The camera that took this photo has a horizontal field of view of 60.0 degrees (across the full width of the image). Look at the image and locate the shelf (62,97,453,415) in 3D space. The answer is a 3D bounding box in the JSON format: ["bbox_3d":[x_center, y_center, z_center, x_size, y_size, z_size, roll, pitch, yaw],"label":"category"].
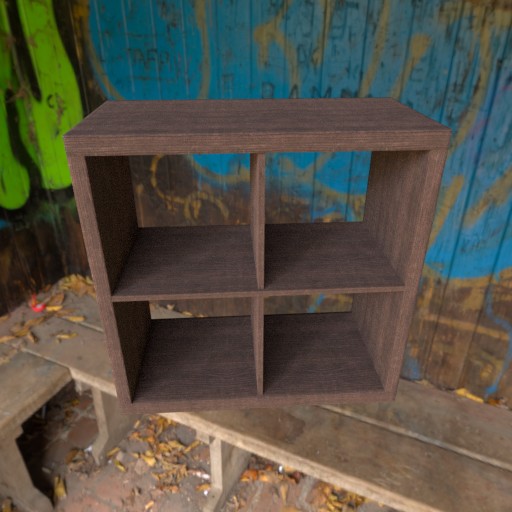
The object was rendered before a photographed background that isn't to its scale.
[{"bbox_3d":[0.000,0.000,1.256,0.790,0.786,0.390,-2,29,-3],"label":"shelf"}]
